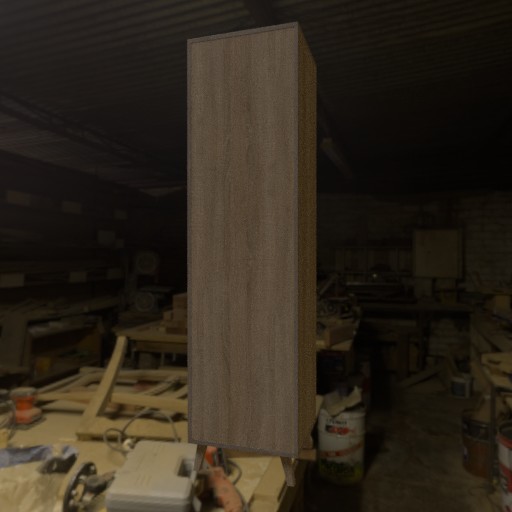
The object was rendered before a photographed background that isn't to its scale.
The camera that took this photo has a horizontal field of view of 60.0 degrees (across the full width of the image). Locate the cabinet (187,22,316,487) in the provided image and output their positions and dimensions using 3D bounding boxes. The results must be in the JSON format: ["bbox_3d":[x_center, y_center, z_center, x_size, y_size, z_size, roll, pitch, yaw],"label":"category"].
[{"bbox_3d":[0.000,0.000,2.147,0.510,1.960,0.450,0,0,18],"label":"cabinet"}]
